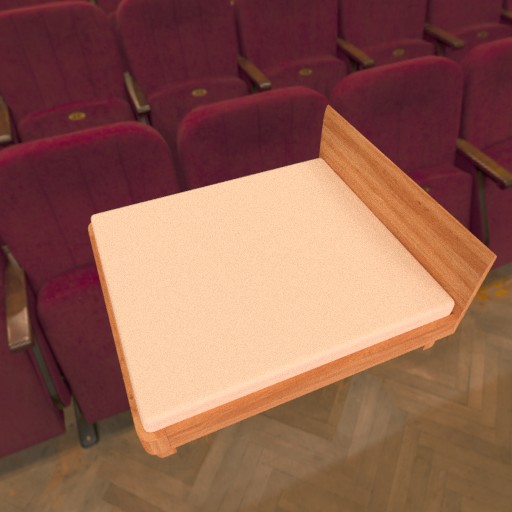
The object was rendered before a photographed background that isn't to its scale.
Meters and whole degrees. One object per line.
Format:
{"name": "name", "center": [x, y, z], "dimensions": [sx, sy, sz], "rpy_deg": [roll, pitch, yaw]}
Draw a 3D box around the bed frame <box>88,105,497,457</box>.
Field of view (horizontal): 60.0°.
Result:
{"name": "bed frame", "center": [0.000, 0.000, 3.089], "dimensions": [2.092, 0.940, 1.872], "rpy_deg": [-17, 48, -16]}
